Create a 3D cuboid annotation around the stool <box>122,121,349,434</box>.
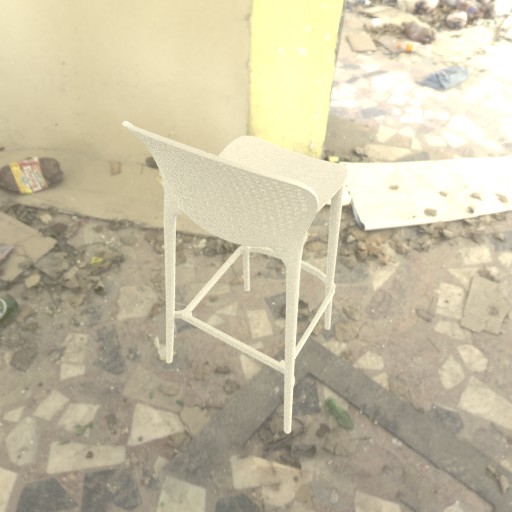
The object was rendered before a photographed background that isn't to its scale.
[{"bbox_3d":[0.000,0.000,1.351,0.536,1.045,0.535,24,50,21],"label":"stool"}]
